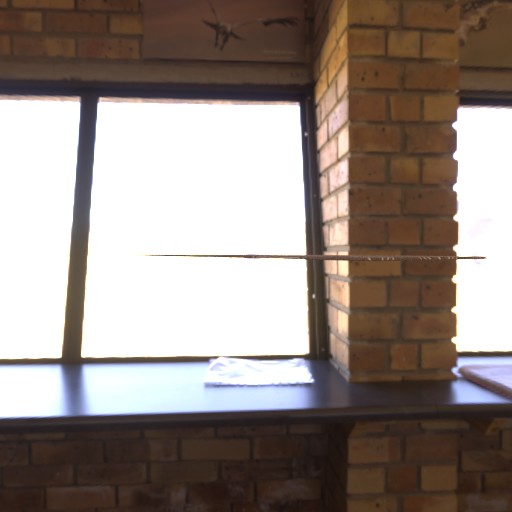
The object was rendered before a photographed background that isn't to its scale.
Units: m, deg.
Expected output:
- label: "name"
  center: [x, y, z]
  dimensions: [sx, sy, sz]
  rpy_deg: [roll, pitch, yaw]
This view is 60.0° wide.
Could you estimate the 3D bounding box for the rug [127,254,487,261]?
- label: "rug"
  center: [0.000, 0.000, 2.741]
  dimensions: [0.773, 0.012, 2.464]
  rpy_deg: [0, 1, -35]
